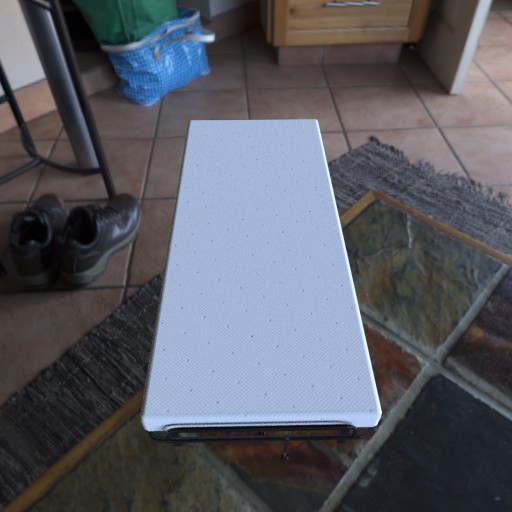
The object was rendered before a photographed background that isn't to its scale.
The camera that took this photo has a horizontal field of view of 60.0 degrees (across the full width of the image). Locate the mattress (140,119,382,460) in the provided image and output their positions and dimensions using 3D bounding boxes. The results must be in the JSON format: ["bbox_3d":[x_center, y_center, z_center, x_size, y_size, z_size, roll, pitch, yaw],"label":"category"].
[{"bbox_3d":[0.000,0.000,2.494,0.922,0.519,2.153,-1,47,-1],"label":"mattress"}]
